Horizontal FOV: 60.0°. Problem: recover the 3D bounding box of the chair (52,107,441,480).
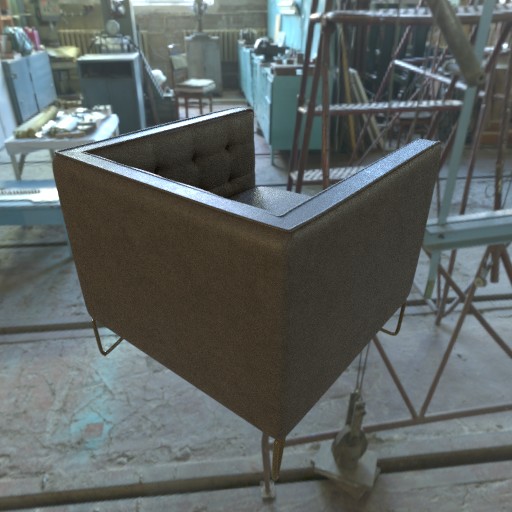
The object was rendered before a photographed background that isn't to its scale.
[{"bbox_3d":[0.000,0.000,1.549,0.880,0.790,0.894,22,37,33],"label":"chair"}]
